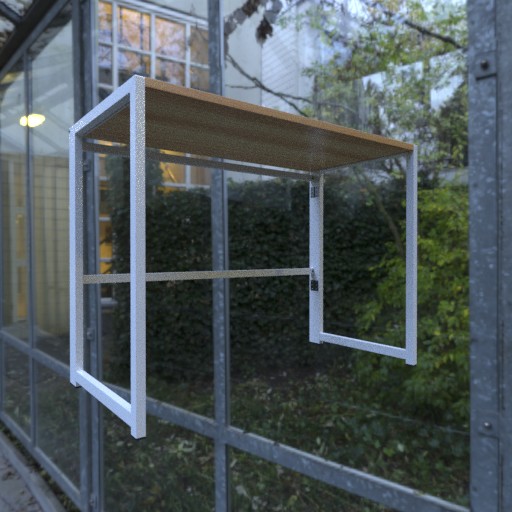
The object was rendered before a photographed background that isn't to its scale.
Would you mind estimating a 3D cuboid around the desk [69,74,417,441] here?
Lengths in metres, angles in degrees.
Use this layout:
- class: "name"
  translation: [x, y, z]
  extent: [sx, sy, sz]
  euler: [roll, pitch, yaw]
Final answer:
- class: "desk"
  translation: [0.000, 0.000, 1.427]
  extent: [1.016, 0.762, 0.508]
  euler: [0, 1, -37]
